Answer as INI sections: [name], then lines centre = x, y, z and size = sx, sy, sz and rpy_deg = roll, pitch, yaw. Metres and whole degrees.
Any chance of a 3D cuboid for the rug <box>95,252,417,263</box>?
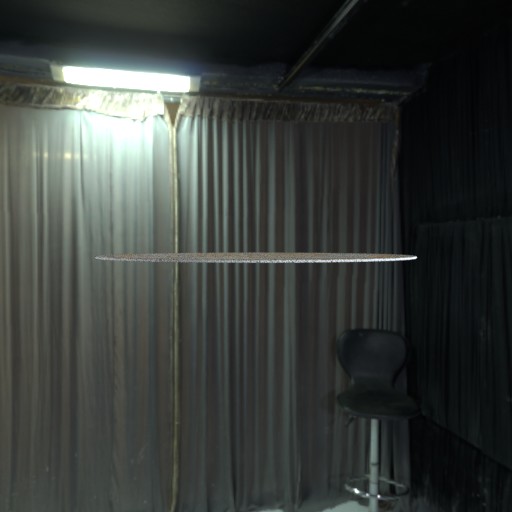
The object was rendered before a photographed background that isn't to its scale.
[rug]
centre = 0.000, 0.000, 2.344
size = 1.598, 0.010, 1.598
rpy_deg = 0, 1, 0
